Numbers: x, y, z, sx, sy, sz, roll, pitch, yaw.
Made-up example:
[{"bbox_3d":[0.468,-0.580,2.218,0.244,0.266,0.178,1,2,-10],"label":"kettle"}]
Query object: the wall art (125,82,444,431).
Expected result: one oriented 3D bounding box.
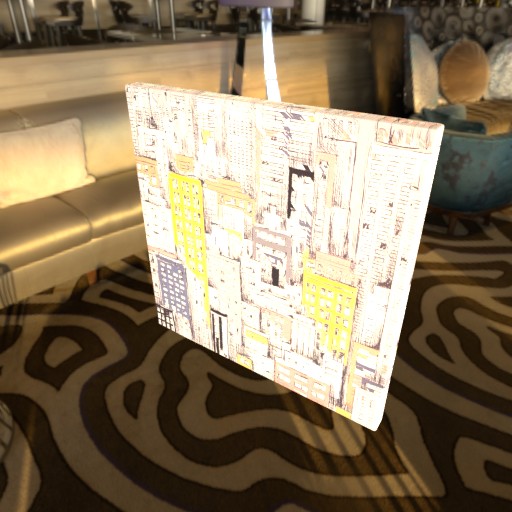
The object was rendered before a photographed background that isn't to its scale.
[{"bbox_3d":[0.000,0.000,0.900,0.607,0.608,0.038,19,36,29],"label":"wall art"}]
